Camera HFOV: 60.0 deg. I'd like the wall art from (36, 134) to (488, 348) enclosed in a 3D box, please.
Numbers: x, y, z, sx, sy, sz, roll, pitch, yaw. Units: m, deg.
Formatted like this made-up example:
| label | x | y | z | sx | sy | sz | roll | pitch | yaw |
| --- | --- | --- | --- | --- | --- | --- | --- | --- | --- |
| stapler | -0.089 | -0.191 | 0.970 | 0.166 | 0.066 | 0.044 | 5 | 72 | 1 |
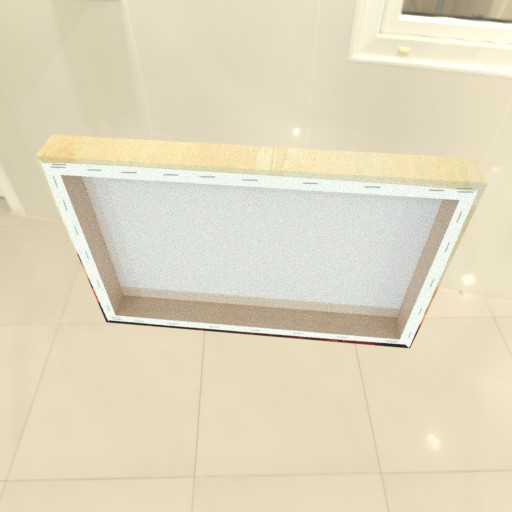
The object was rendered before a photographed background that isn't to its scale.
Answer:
| label | x | y | z | sx | sy | sz | roll | pitch | yaw |
| --- | --- | --- | --- | --- | --- | --- | --- | --- | --- |
| wall art | 0.000 | 0.000 | 0.476 | 0.383 | 0.251 | 0.037 | 4 | 47 | 4 |
